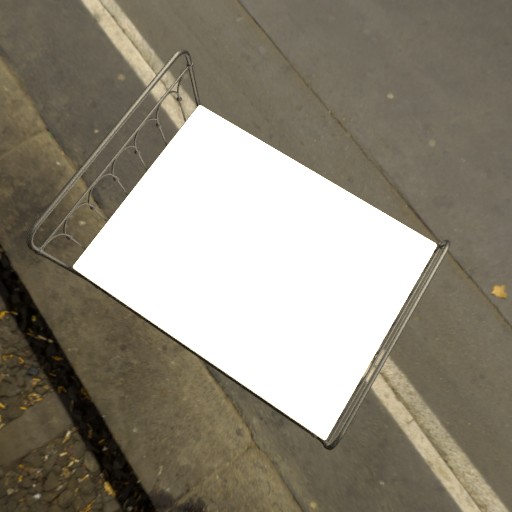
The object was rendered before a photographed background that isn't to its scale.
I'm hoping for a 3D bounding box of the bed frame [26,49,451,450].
[{"bbox_3d":[0.000,0.000,3.146,2.203,1.276,1.664,32,77,8],"label":"bed frame"}]
